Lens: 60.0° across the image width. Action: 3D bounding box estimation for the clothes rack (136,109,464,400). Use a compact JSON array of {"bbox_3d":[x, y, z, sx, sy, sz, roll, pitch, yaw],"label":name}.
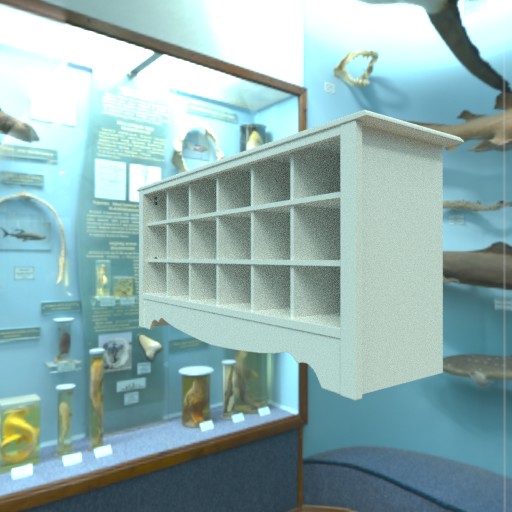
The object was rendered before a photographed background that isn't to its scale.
[{"bbox_3d":[0.000,0.000,1.336,0.324,0.531,1.120,0,0,-36],"label":"clothes rack"}]
